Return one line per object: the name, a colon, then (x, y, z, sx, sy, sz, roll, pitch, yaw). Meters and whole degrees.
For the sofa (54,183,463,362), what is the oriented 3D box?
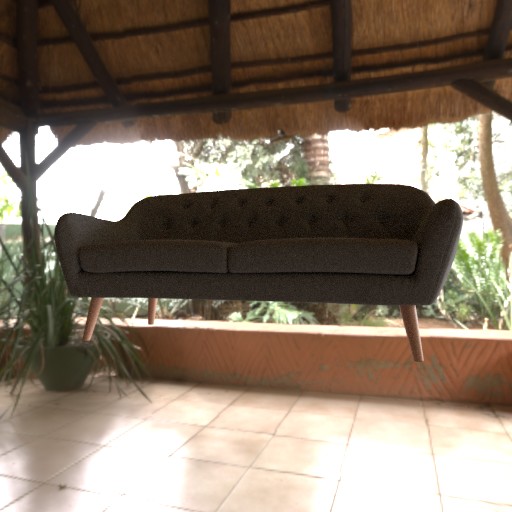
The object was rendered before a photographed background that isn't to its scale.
sofa: (0.000, 0.000, 2.236, 1.840, 0.820, 0.820, 0, -1, 17)
